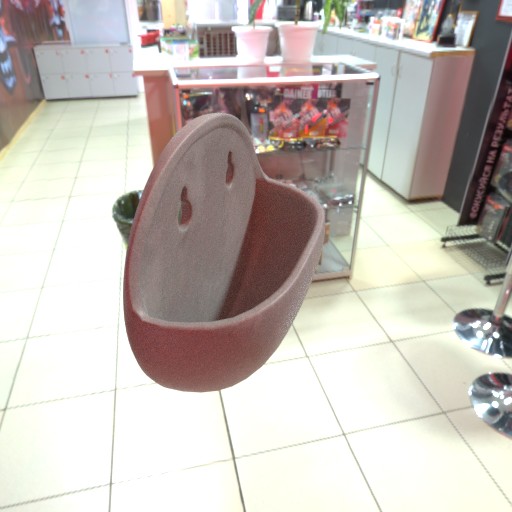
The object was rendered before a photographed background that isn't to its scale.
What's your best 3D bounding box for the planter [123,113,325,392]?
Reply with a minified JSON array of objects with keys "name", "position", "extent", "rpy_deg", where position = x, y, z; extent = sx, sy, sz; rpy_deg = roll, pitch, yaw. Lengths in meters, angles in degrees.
[{"name":"planter","position":[0.000,0.000,0.277],"extent":[0.073,0.164,0.190],"rpy_deg":[10,33,17]}]
